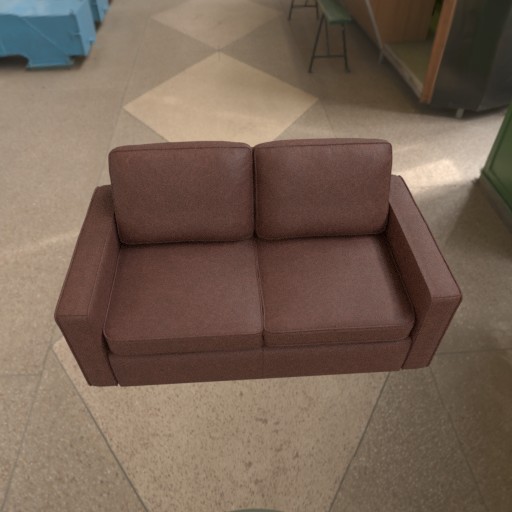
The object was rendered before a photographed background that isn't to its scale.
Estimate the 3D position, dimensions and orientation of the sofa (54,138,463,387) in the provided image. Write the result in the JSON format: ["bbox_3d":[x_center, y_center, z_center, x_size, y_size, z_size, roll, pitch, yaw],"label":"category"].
[{"bbox_3d":[0.000,0.000,2.233,1.709,0.918,0.947,-3,45,-3],"label":"sofa"}]
